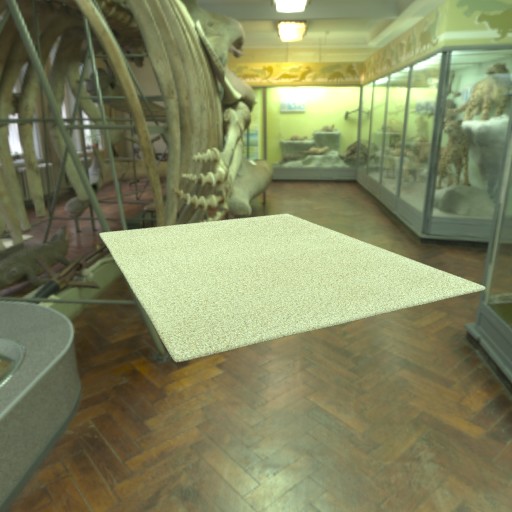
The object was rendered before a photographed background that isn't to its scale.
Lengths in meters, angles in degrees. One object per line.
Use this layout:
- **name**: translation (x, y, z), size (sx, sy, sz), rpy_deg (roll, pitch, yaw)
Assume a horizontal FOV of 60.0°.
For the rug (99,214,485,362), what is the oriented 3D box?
- **rug**: translation (0.000, 0.000, 4.173), size (2.438, 0.029, 3.047), rpy_deg (-8, 19, -25)
